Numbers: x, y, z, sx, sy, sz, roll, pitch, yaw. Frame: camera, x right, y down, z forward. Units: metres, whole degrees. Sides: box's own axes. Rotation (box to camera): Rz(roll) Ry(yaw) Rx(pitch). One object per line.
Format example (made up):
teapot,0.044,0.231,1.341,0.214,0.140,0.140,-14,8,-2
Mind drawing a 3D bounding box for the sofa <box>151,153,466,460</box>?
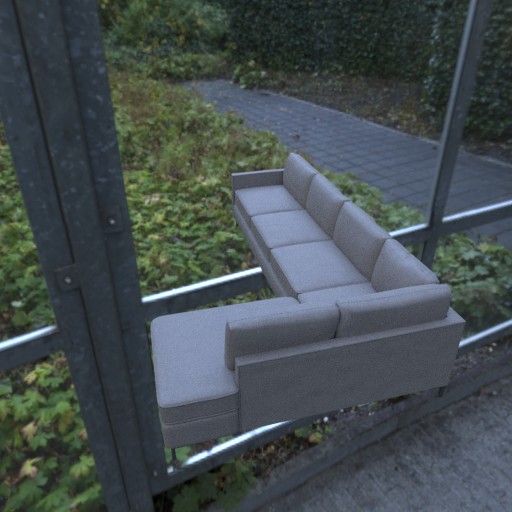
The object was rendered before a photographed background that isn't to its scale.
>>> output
sofa,0.000,0.000,4.244,2.077,0.964,3.331,-8,31,-13
